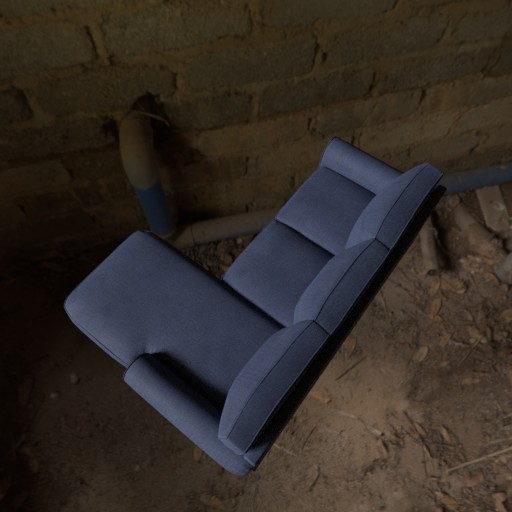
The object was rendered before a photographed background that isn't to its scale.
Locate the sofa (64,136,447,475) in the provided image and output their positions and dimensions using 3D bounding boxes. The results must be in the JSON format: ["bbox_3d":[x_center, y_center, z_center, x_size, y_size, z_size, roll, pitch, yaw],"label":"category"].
[{"bbox_3d":[0.000,0.000,3.392,1.780,1.063,2.567,34,68,16],"label":"sofa"}]
